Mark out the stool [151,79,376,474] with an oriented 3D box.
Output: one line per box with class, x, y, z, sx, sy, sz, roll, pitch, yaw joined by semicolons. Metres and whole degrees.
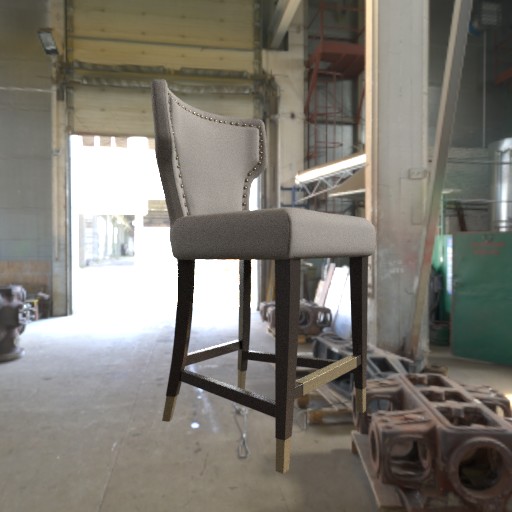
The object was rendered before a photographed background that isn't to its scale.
stool;0.000;0.000;1.342;0.563;0.982;0.527;1;1;36
